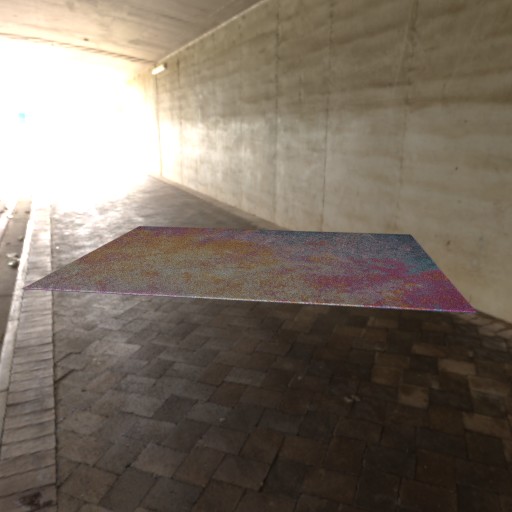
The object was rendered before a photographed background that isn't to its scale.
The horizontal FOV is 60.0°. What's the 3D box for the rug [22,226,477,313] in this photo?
[{"bbox_3d":[0.000,0.000,3.728,2.896,0.013,2.007,2,16,8],"label":"rug"}]
